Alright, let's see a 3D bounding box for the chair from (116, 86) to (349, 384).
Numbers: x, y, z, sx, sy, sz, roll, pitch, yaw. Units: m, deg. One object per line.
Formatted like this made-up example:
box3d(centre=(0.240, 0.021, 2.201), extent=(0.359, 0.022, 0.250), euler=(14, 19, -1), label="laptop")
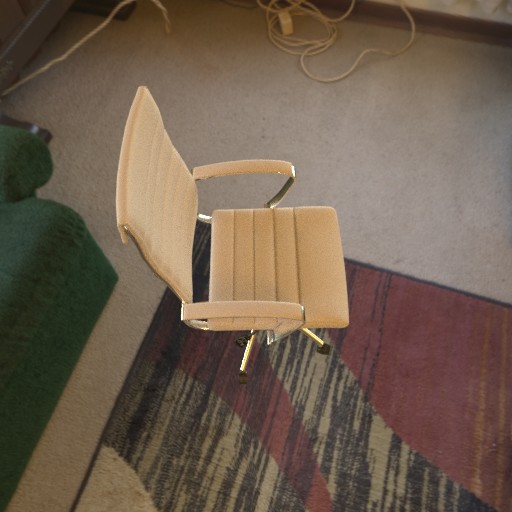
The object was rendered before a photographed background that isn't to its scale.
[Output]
box3d(centre=(0.000, 0.000, 1.588), extent=(0.667, 1.149, 0.679), euler=(-1, 62, 0), label="chair")
